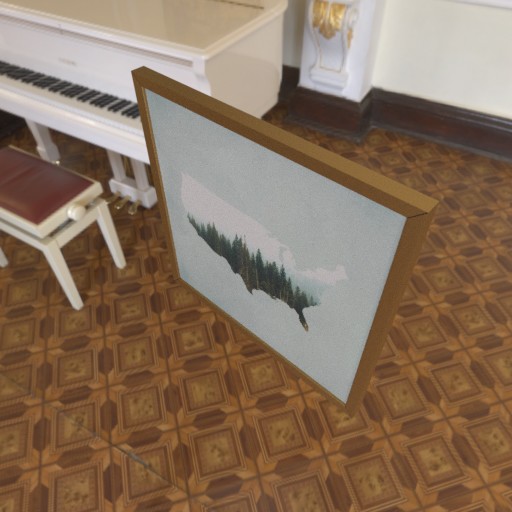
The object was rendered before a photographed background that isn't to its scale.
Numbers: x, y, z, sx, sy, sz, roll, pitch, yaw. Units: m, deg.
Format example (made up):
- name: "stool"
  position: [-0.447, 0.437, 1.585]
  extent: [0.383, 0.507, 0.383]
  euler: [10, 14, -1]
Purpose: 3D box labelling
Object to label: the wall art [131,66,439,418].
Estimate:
- name: "wall art"
  position: [0.000, 0.000, 1.156]
  extent: [0.762, 0.762, 0.038]
  euler: [33, 55, 28]
